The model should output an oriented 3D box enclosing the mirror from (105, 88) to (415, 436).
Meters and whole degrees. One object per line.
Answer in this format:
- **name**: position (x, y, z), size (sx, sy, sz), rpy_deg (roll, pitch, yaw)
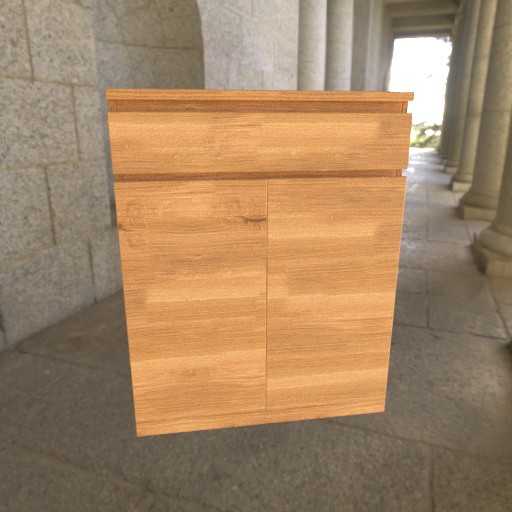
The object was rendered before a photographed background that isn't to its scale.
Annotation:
- **mirror**: position (0.000, 0.000, 1.459), size (0.800, 1.000, 0.400), rpy_deg (-3, 17, -8)
